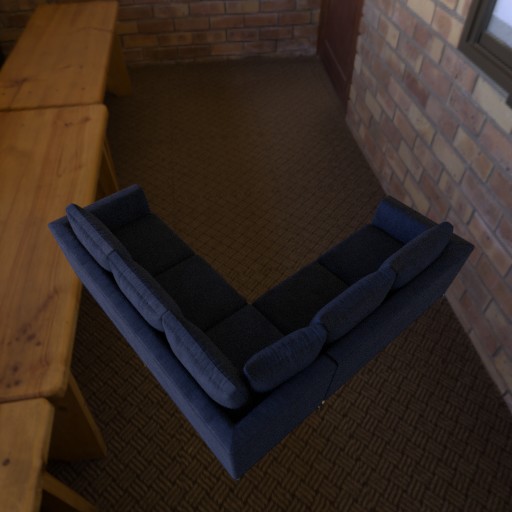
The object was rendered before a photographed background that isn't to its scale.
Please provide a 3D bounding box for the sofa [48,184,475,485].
[{"bbox_3d":[0.000,0.000,3.768,2.472,0.988,2.463,-32,54,-27],"label":"sofa"}]
